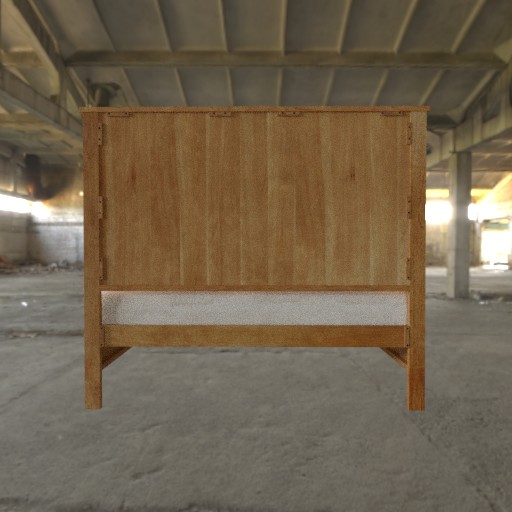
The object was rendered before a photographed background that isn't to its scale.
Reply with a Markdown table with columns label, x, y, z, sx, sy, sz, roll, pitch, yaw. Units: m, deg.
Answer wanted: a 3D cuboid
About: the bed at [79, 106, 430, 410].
| label | x | y | z | sx | sy | sz | roll | pitch | yaw |
| --- | --- | --- | --- | --- | --- | --- | --- | --- | --- |
| bed | 0.000 | 0.000 | 3.558 | 1.936 | 1.686 | 2.201 | 0 | 1 | 1 |
